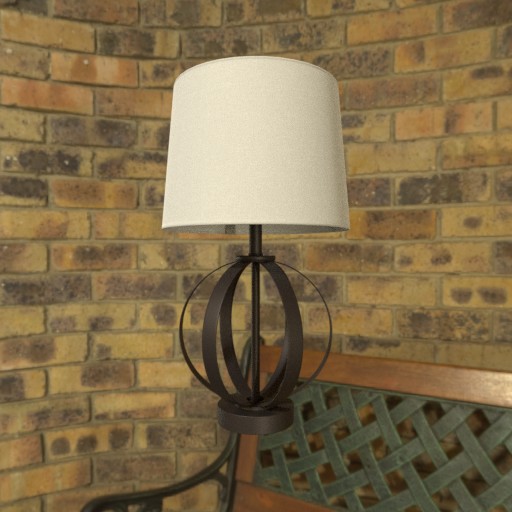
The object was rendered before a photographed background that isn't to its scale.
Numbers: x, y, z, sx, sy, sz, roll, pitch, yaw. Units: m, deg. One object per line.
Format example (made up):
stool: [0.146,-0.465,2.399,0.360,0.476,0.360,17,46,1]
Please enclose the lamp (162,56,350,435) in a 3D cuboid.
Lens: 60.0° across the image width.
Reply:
lamp: [0.000,0.000,0.690,0.286,0.510,0.286,0,0,0]
